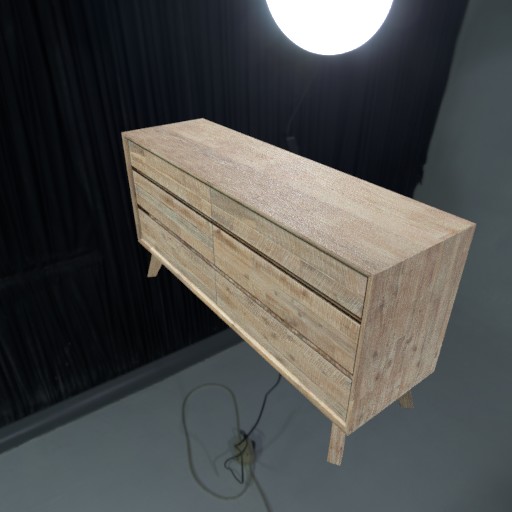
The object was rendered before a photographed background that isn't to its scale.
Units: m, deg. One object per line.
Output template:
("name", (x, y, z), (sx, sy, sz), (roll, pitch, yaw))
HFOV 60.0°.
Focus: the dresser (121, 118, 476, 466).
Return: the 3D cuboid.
("dresser", (0.000, 0.000, 1.925), (0.455, 0.805, 1.554), (-21, 37, -31))
